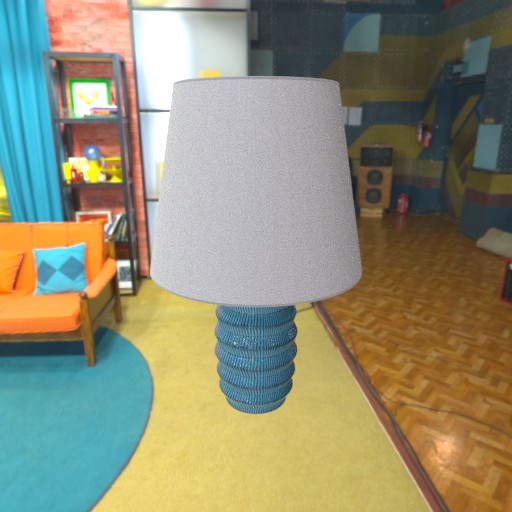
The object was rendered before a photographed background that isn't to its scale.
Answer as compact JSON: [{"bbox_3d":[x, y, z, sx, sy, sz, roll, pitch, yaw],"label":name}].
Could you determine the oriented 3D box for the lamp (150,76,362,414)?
[{"bbox_3d":[0.000,0.000,0.541,0.254,0.392,0.254,0,17,0],"label":"lamp"}]
